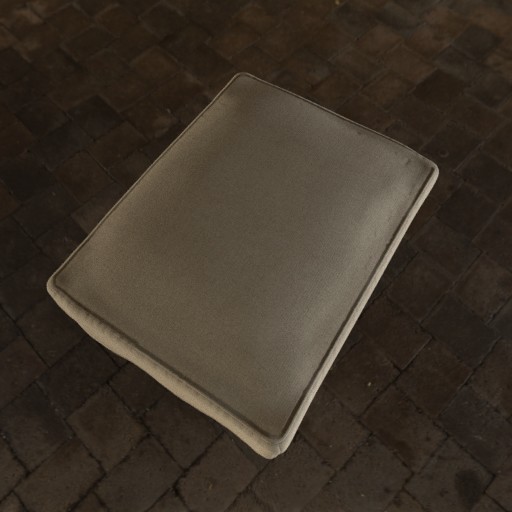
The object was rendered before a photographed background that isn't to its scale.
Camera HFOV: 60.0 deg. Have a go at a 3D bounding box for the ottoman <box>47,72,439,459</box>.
[{"bbox_3d":[0.000,0.000,1.239,0.650,0.485,0.833,30,67,14],"label":"ottoman"}]
